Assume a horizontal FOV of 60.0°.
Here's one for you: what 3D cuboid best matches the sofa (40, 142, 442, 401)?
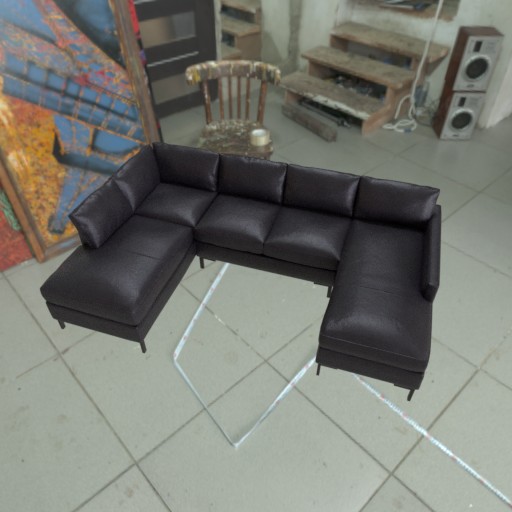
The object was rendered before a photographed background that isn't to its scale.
[{"bbox_3d":[0.000,0.000,3.822,2.956,0.900,1.939,12,43,13],"label":"sofa"}]
